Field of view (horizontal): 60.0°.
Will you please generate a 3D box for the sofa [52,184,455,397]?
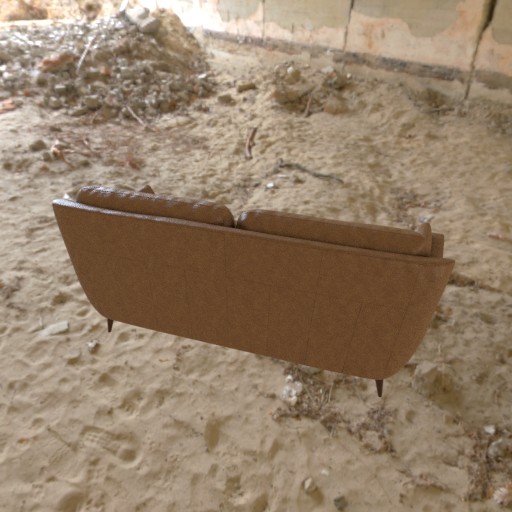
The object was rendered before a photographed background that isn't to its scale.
[{"bbox_3d":[0.000,0.000,2.387,1.902,0.839,0.904,10,33,15],"label":"sofa"}]
